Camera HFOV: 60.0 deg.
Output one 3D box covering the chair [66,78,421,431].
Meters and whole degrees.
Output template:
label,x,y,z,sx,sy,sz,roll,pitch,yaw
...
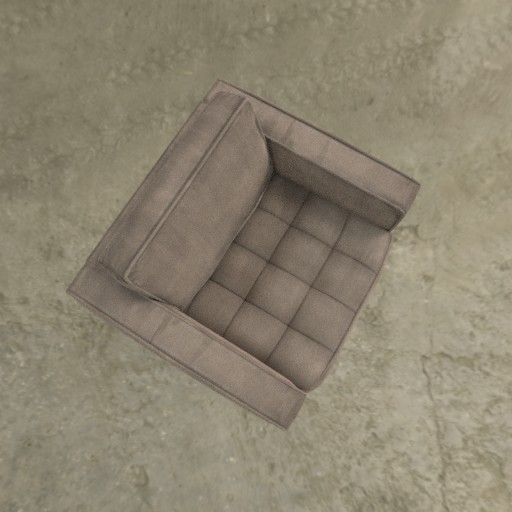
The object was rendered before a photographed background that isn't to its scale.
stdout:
label,x,y,z,sx,sy,sz,roll,pitch,yaw
chair,0.000,0.000,1.567,0.843,0.773,0.928,30,77,7
